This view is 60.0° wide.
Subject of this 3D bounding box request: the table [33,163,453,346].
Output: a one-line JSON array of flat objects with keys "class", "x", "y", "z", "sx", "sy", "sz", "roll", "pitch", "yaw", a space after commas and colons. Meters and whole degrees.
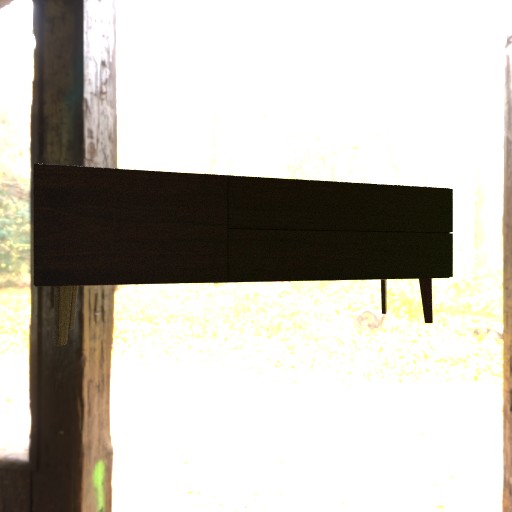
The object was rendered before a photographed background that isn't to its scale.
[{"class": "table", "x": 0.000, "y": 0.000, "z": 1.606, "sx": 1.397, "sy": 0.508, "sz": 0.405, "roll": 0, "pitch": 0, "yaw": -18}]
